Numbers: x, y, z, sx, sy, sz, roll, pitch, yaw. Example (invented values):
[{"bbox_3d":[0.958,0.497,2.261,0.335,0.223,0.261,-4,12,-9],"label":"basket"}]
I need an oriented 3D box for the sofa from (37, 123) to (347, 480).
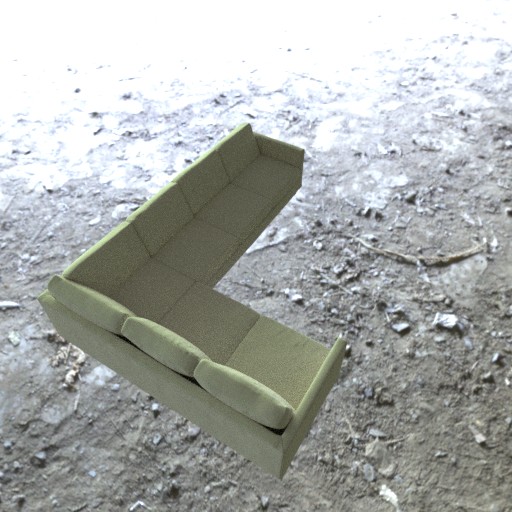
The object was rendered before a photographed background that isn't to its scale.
[{"bbox_3d":[0.000,0.000,4.398,2.432,0.863,3.182,24,52,21],"label":"sofa"}]
